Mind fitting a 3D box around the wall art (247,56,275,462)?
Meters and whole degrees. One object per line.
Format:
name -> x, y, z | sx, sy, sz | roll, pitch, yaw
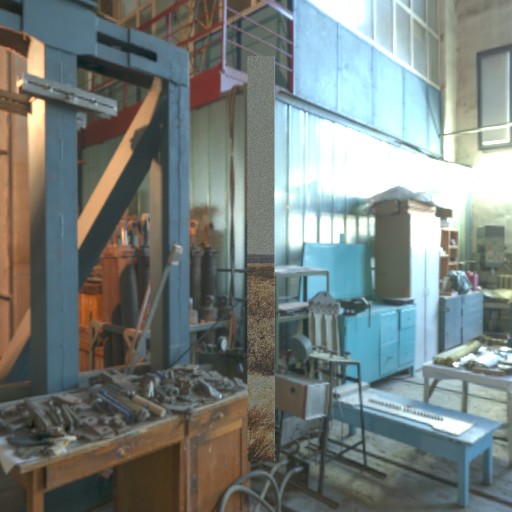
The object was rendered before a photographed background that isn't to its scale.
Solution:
wall art -> 0.000, 0.000, 1.400 | 0.051, 0.761, 1.138 | 0, 1, -1
